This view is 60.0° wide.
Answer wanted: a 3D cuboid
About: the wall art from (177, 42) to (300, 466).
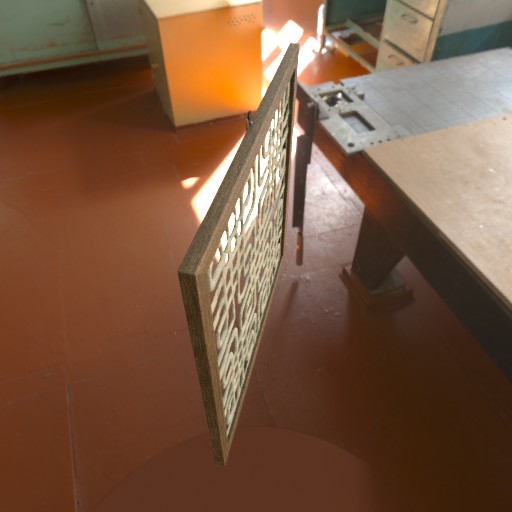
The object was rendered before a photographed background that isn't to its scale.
[{"bbox_3d":[0.000,0.000,0.810,0.021,0.582,0.561,11,48,10],"label":"wall art"}]
